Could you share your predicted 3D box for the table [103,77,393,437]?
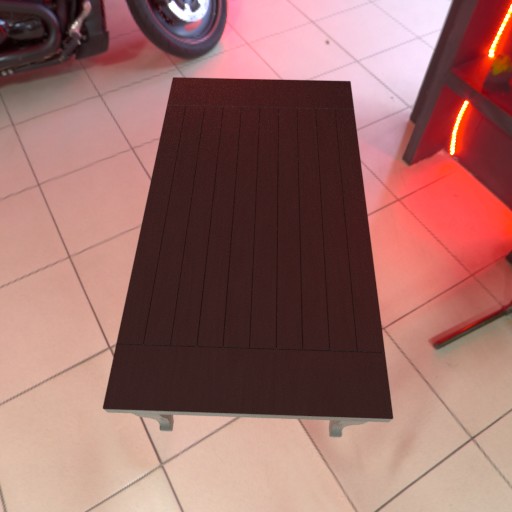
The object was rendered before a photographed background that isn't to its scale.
[{"bbox_3d":[0.000,0.000,1.380,0.600,0.494,1.062,2,58,1],"label":"table"}]
